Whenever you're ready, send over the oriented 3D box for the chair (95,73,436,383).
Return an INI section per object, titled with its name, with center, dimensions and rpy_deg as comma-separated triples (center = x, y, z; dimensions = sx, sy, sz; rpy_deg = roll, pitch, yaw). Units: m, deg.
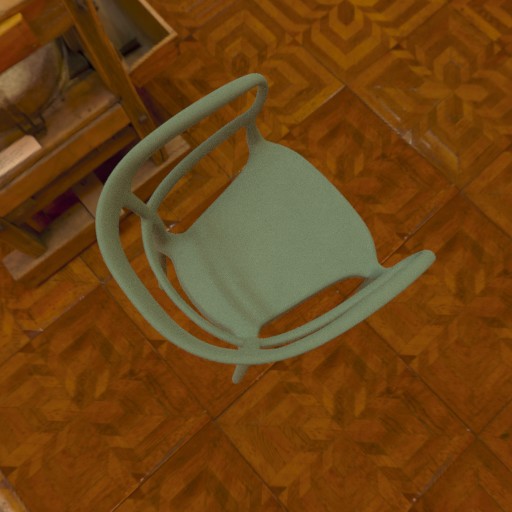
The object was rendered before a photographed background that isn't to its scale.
[chair]
center = 0.000, 0.000, 1.109
dimensions = 0.527, 0.761, 0.559
rpy_deg = -39, 79, -9
